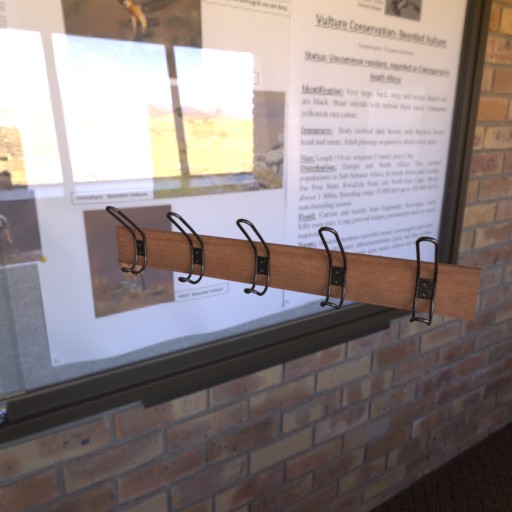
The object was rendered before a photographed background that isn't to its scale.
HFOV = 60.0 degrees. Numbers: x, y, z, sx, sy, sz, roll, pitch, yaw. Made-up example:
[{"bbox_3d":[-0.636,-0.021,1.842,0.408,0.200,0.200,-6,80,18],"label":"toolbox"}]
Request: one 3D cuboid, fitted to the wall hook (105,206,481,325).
[{"bbox_3d":[0.000,0.000,0.609,0.554,0.116,0.076,8,18,25],"label":"wall hook"}]
